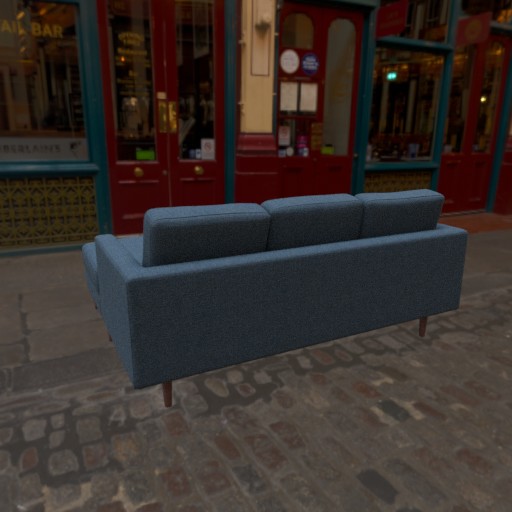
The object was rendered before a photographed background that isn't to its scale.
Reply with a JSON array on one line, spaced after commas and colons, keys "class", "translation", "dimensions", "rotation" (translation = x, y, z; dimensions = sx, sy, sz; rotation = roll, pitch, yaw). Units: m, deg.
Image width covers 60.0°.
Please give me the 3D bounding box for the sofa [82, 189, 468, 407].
[{"class": "sofa", "translation": [0.000, 0.000, 3.004], "dimensions": [2.055, 0.957, 1.667], "rotation": [-8, 17, -26]}]
